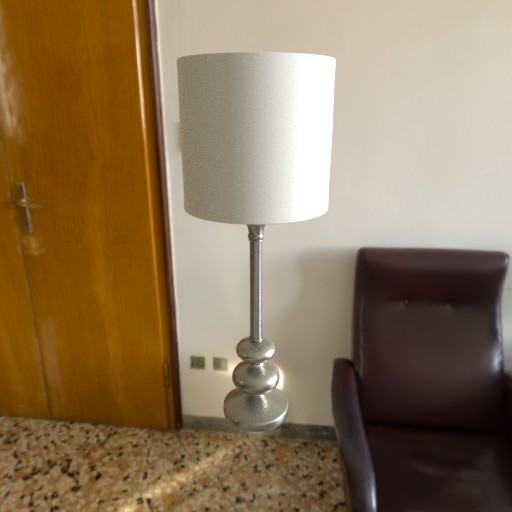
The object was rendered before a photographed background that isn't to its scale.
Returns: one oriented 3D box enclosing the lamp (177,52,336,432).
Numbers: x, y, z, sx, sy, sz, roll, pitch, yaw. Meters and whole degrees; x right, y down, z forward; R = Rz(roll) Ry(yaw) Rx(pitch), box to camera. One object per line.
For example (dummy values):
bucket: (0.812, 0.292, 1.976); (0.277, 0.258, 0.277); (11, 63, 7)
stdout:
lamp: (0.000, 0.000, 0.823); (0.254, 0.690, 0.254); (-10, 21, -27)
